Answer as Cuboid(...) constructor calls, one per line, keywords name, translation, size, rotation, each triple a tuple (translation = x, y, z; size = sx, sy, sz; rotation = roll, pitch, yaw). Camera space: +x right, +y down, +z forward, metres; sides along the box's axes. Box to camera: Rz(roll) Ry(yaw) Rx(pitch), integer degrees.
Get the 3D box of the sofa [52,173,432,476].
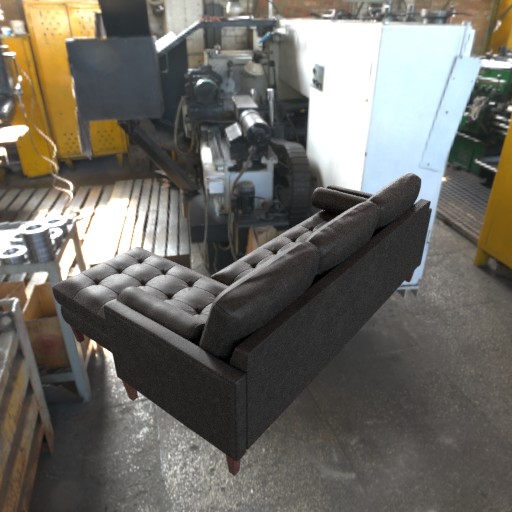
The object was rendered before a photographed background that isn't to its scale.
Cuboid(name="sofa", translation=(0.000, 0.000, 2.874), size=(1.497, 0.876, 2.178), rotation=(20, 35, 33))
